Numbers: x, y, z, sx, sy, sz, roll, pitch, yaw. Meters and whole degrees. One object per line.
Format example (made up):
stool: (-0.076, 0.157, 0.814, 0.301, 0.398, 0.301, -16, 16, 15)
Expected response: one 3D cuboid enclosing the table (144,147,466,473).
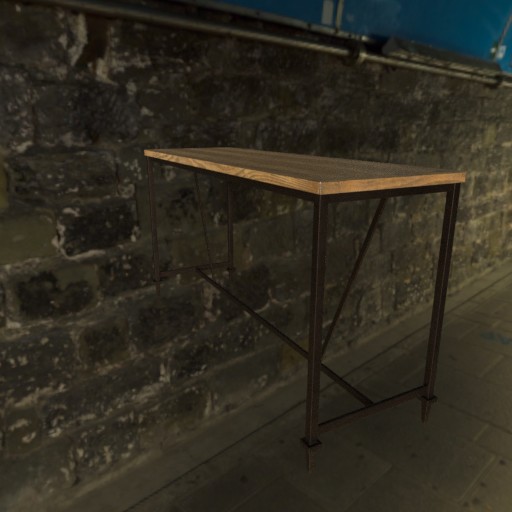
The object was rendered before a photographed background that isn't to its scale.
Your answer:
table: (0.000, 0.000, 2.065, 0.551, 0.902, 1.700, -9, 19, -27)
